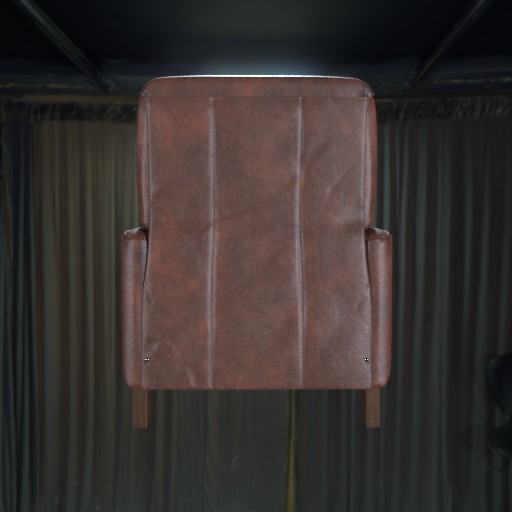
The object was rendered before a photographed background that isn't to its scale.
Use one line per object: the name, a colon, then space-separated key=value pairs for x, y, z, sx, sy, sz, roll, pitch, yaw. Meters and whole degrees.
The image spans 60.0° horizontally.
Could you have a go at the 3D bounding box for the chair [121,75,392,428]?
chair: x=0.000 y=0.000 z=1.663 sx=0.843 sy=1.043 sz=0.836 roll=0 pitch=-1 yaw=0
